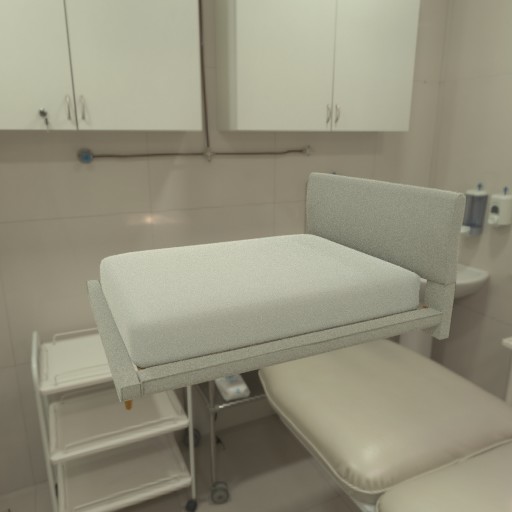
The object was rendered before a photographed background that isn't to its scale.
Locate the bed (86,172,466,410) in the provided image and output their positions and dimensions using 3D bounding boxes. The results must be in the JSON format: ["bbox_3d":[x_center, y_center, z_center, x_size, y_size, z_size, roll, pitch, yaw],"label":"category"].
[{"bbox_3d":[0.000,0.000,3.410,2.368,1.067,1.840,-7,17,-24],"label":"bed"}]
